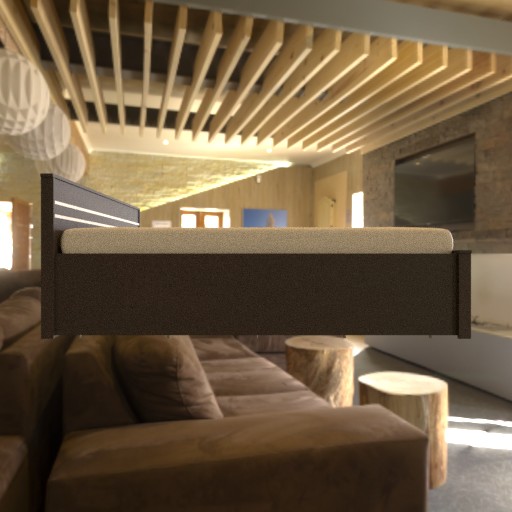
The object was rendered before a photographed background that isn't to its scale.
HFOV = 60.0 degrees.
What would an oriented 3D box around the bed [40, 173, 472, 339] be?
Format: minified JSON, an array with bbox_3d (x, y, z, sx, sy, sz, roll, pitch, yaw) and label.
[{"bbox_3d":[0.000,0.000,2.977,2.103,0.808,1.634,0,0,0],"label":"bed"}]
